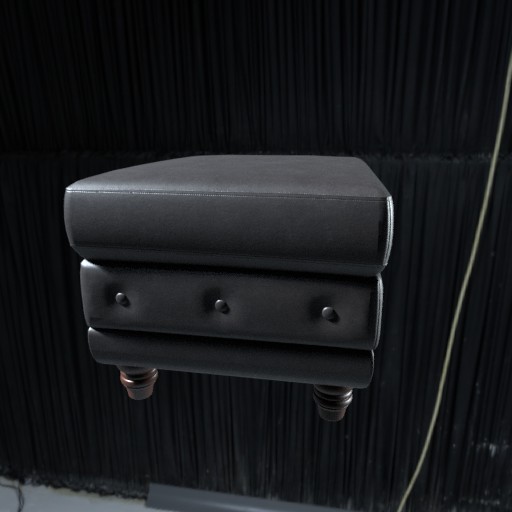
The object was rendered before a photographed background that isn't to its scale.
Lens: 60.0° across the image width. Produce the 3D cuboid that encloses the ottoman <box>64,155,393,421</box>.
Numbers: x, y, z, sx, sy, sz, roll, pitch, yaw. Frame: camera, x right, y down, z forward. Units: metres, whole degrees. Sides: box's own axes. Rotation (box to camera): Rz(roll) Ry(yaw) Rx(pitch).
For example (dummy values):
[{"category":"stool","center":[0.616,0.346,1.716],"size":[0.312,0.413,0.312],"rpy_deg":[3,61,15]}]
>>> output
[{"category":"ottoman","center":[0.000,0.000,1.174],"size":[0.590,0.498,0.795],"rpy_deg":[3,16,10]}]
